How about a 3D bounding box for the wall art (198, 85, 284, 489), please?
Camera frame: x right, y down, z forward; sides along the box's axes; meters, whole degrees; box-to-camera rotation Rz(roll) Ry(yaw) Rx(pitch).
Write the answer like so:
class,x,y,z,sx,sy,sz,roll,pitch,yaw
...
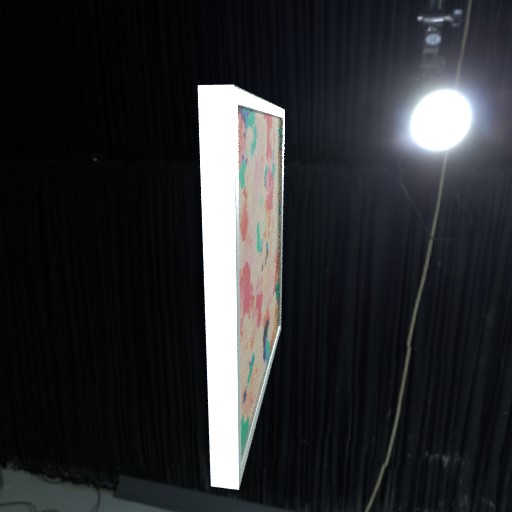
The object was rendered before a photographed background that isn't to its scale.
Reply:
class,x,y,z,sx,sy,sz,roll,pitch,yaw
wall art,0.000,0.000,0.766,0.038,0.505,0.506,3,16,9
